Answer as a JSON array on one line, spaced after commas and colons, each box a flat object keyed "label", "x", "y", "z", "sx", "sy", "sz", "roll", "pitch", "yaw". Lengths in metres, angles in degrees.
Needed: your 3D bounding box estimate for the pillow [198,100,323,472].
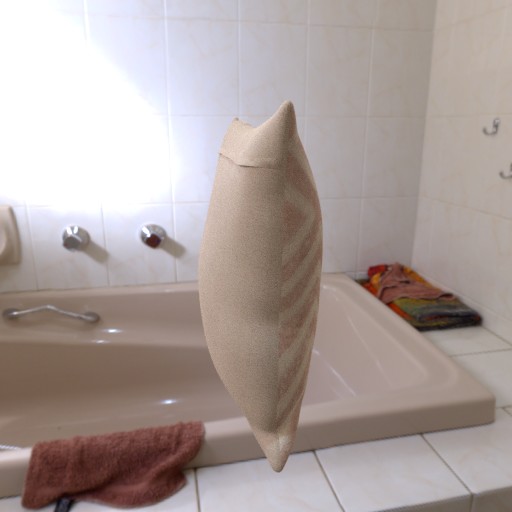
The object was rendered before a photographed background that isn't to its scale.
[{"label": "pillow", "x": 0.000, "y": 0.000, "z": 0.698, "sx": 0.182, "sy": 0.441, "sz": 0.440, "roll": -3, "pitch": 16, "yaw": -9}]
